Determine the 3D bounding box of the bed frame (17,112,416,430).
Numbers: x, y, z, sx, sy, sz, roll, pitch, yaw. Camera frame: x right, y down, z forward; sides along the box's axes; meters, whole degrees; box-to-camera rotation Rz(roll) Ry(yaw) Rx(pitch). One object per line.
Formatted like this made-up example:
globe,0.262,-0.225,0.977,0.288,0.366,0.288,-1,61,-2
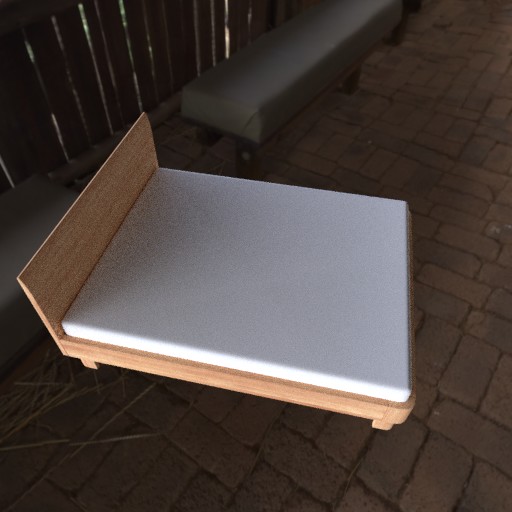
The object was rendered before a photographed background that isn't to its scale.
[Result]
bed frame,0.000,0.000,2.961,2.092,0.940,1.660,9,48,8
